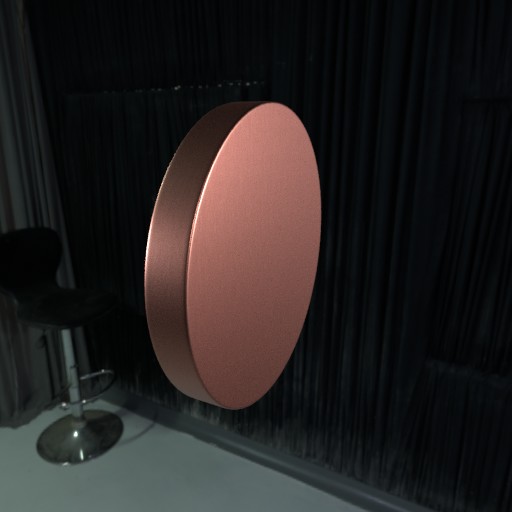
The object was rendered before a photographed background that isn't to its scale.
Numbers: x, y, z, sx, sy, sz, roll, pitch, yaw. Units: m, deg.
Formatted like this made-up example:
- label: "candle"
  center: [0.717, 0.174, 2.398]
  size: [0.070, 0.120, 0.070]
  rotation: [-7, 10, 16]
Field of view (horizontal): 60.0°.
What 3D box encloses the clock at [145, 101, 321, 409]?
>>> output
- label: "clock"
  center: [0.000, 0.000, 0.476]
  size: [0.040, 0.313, 0.313]
  rotation: [8, 19, 25]
